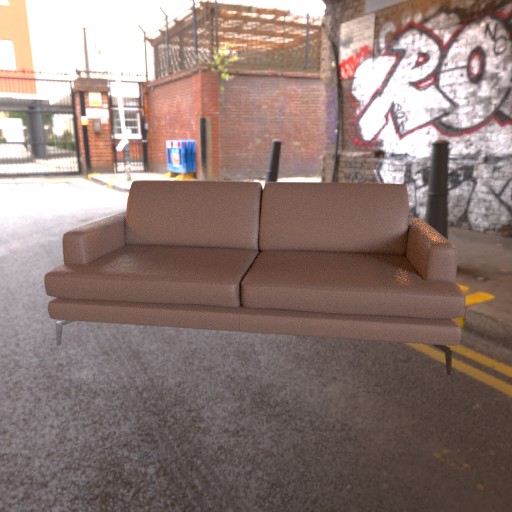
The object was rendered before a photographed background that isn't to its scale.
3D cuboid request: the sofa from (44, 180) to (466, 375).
[{"bbox_3d":[0.000,0.000,2.434,1.940,0.765,0.974,2,15,9],"label":"sofa"}]
